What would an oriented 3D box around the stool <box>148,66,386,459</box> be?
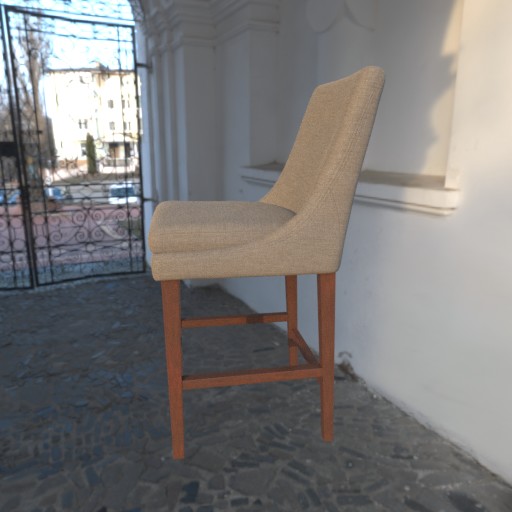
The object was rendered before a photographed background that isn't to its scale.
[{"bbox_3d":[0.000,0.000,1.286,0.577,0.981,0.470,-2,15,-9],"label":"stool"}]
